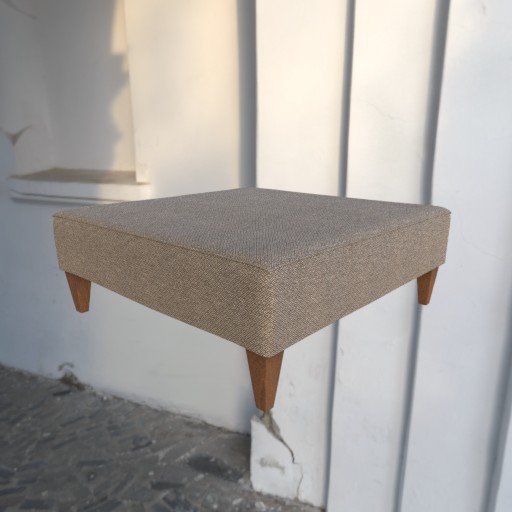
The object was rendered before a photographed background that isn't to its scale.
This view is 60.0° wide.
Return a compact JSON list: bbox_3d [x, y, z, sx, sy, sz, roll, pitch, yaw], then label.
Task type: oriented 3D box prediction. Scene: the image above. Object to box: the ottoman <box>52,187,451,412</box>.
[{"bbox_3d":[0.000,0.000,1.539,0.970,0.378,0.981,13,20,41],"label":"ottoman"}]
